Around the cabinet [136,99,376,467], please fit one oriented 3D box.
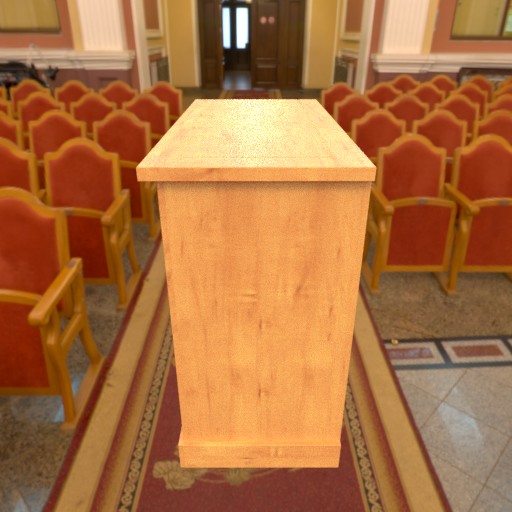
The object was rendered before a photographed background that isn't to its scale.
[{"bbox_3d":[0.000,0.000,1.429,0.450,0.840,0.920,0,27,0],"label":"cabinet"}]
